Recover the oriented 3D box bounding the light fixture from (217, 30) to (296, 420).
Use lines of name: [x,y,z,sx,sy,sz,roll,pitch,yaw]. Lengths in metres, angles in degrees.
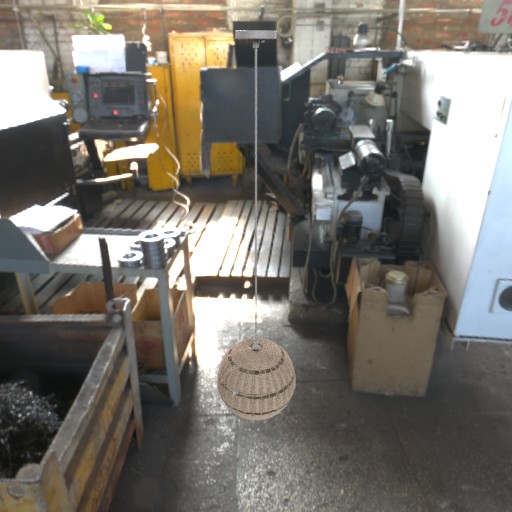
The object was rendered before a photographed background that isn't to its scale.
light fixture: [0.000,0.000,2.230,0.457,2.019,0.457,-18,31,-33]
